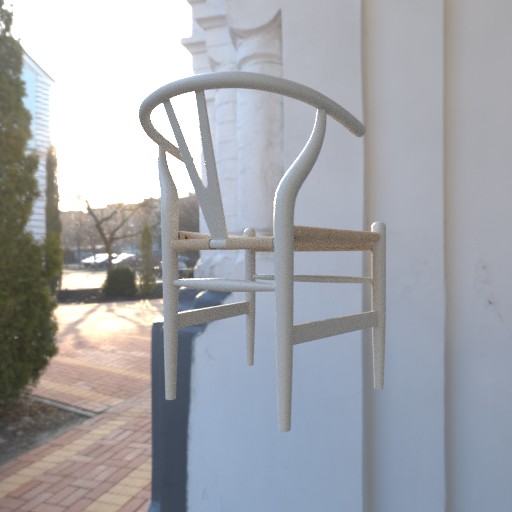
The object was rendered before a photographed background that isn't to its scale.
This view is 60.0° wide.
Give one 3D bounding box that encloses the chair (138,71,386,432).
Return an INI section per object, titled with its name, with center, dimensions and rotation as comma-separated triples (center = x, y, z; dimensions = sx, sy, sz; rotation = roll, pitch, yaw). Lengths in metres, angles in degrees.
[chair]
center = 0.000, 0.000, 1.141
dimensions = 0.569, 0.730, 0.579
rotation = 0, 0, 36
